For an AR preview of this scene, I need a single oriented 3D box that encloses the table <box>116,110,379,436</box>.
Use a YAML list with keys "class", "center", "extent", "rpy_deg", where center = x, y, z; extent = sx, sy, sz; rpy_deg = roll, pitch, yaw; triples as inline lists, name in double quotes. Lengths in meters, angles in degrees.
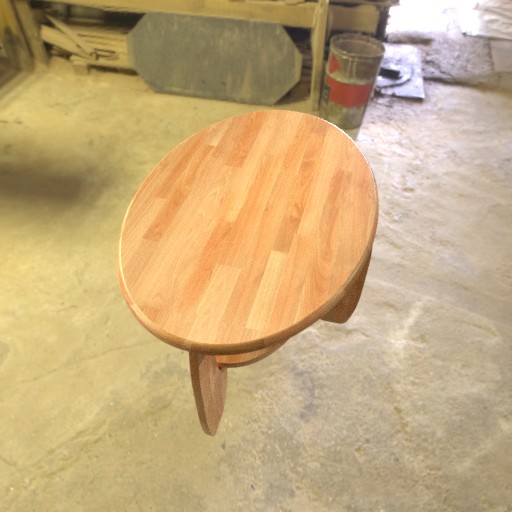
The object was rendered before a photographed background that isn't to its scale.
- class: "table"
  center: [0.000, 0.000, 1.409]
  extent: [0.690, 0.490, 1.040]
  rpy_deg: [11, 46, 10]
